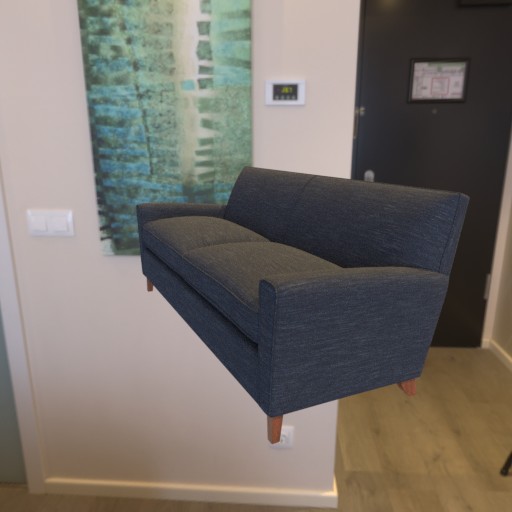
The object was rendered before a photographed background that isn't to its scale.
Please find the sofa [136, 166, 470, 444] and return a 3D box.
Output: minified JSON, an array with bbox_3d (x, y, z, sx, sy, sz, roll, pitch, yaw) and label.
[{"bbox_3d":[0.000,0.000,2.424,0.875,0.846,1.976,-7,16,-26],"label":"sofa"}]
